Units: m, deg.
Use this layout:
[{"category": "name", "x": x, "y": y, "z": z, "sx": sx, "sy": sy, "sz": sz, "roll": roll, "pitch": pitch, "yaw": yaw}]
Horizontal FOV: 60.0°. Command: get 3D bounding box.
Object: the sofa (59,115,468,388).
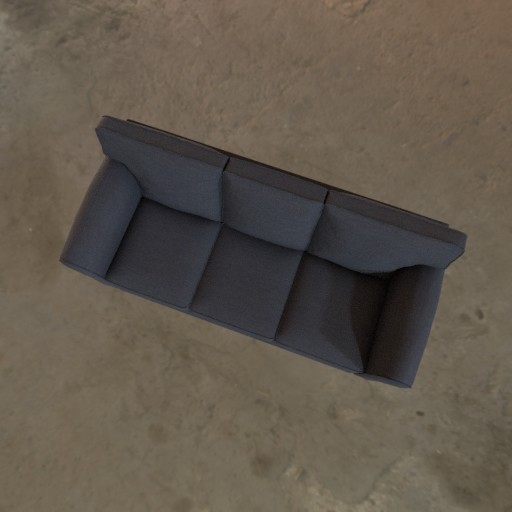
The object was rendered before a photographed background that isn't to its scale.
[{"category": "sofa", "x": 0.000, "y": 0.000, "z": 2.662, "sx": 2.084, "sy": 0.966, "sz": 0.909, "roll": 19, "pitch": 77, "yaw": 5}]
